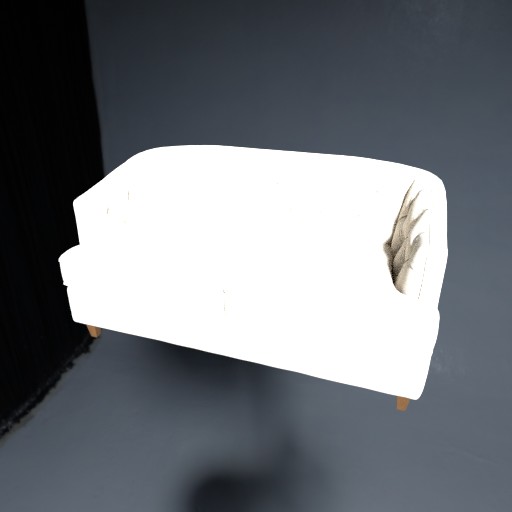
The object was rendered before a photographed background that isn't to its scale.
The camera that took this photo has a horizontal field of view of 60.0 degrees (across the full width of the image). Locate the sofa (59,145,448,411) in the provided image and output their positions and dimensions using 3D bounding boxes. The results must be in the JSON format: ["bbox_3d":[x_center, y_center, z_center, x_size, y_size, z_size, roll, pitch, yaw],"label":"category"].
[{"bbox_3d":[0.000,0.000,2.260,1.731,0.878,0.940,9,28,17],"label":"sofa"}]
